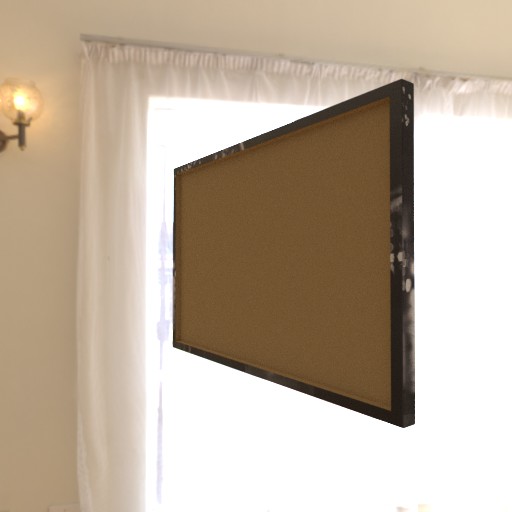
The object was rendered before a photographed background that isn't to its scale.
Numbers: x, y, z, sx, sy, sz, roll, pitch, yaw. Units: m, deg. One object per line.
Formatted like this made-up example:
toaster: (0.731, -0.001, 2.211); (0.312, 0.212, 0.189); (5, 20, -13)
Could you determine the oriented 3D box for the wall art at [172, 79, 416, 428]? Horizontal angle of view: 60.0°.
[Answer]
wall art: (0.000, 0.000, 1.148); (0.038, 0.609, 0.914); (1, -1, -36)
